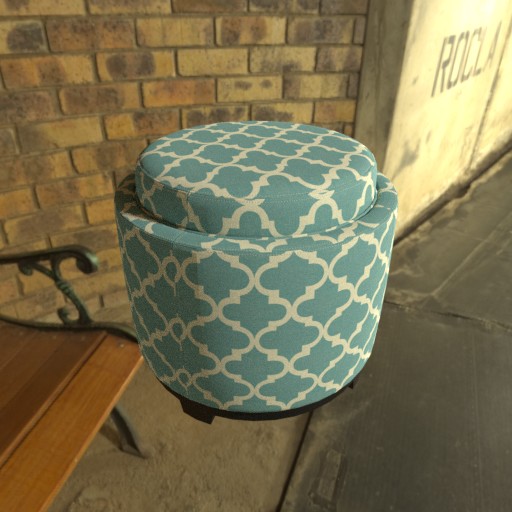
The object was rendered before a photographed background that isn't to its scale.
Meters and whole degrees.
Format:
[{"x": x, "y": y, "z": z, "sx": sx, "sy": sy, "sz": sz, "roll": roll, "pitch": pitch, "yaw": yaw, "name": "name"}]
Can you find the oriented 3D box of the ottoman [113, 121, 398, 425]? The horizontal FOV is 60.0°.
[{"x": 0.000, "y": 0.000, "z": 0.833, "sx": 0.480, "sy": 0.429, "sz": 0.480, "roll": 0, "pitch": 31, "yaw": 0, "name": "ottoman"}]
